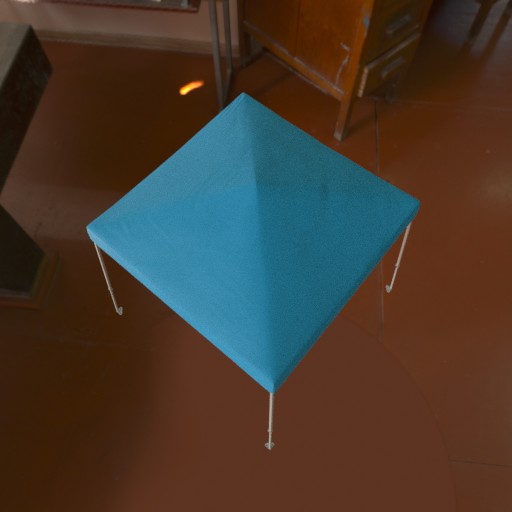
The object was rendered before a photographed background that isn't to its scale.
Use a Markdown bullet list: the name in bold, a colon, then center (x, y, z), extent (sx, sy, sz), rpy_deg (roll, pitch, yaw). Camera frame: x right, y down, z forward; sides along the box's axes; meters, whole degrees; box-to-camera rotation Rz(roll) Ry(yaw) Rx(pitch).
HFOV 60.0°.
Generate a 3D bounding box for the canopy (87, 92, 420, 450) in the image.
- **canopy**: center (0.000, 0.000, 5.175), extent (2.848, 2.849, 2.849), rpy_deg (37, 69, 17)
